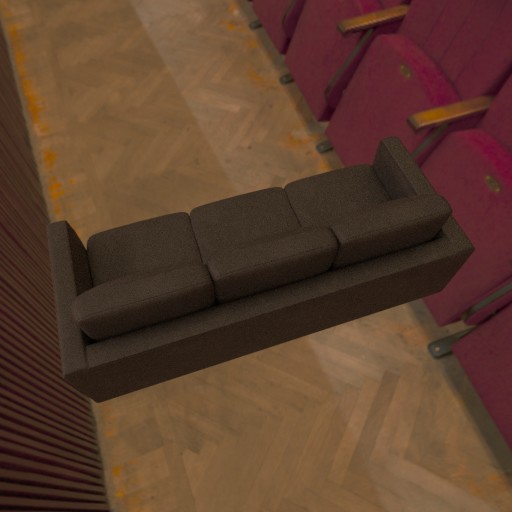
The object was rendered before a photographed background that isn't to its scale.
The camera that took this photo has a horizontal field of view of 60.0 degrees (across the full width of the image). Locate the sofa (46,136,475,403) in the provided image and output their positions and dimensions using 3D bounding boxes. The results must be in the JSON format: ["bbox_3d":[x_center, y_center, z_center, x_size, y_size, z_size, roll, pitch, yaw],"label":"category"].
[{"bbox_3d":[0.000,0.000,2.452,2.029,0.899,0.879,-16,60,-9],"label":"sofa"}]
